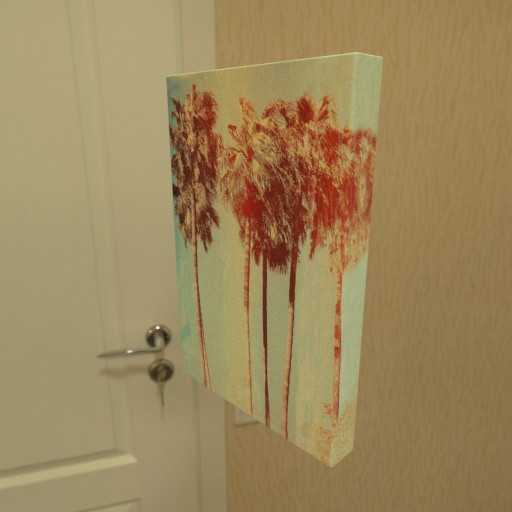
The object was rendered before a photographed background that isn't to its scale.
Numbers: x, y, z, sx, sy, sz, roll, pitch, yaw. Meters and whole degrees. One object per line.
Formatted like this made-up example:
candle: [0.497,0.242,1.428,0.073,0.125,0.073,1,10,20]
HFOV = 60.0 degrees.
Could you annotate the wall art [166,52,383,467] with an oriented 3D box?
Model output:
wall art: [0.000,0.000,0.482,0.039,0.380,0.251,-16,23,-42]
